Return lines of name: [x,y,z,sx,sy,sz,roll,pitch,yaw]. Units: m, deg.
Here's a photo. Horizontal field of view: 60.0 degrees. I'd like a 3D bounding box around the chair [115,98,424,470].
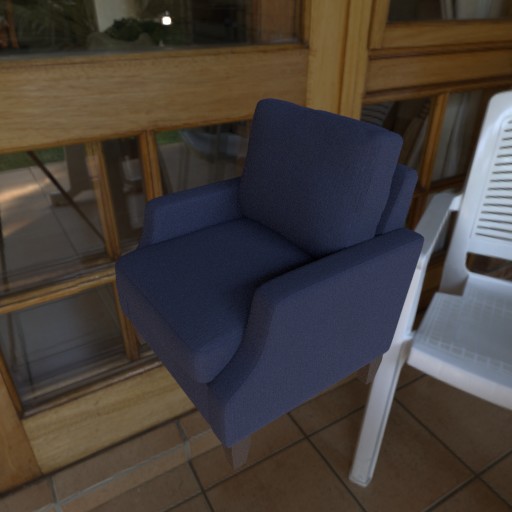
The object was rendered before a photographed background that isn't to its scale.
chair: [0.000,0.000,1.656,0.897,0.991,0.855,-20,36,-30]
